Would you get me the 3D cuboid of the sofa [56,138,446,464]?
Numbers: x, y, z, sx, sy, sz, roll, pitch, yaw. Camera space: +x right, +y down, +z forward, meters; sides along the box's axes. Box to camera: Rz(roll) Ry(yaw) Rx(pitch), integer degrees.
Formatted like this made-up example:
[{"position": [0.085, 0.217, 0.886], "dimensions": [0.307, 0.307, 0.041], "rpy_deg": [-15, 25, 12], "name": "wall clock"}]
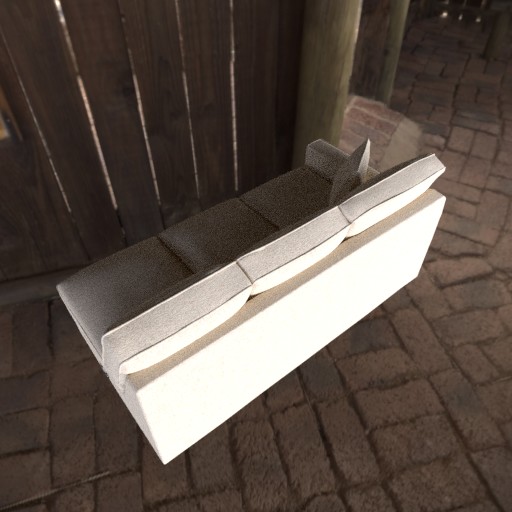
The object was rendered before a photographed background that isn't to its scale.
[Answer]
[{"position": [0.000, 0.000, 2.505], "dimensions": [1.962, 0.946, 1.034], "rpy_deg": [-30, 52, -26], "name": "sofa"}]
